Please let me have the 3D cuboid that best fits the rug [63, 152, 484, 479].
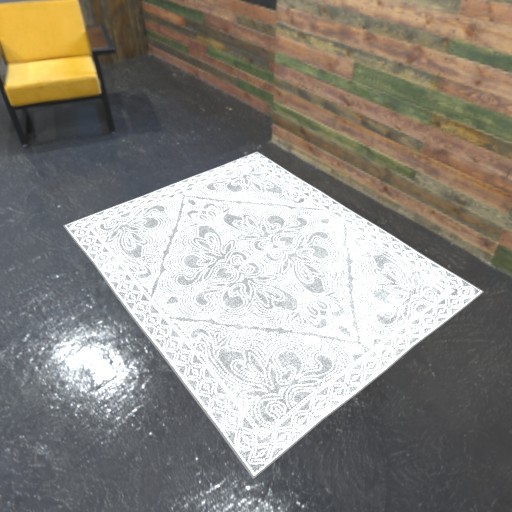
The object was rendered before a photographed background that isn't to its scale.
[{"bbox_3d":[0.000,0.000,3.994,2.438,0.012,3.048,-27,48,-27],"label":"rug"}]
